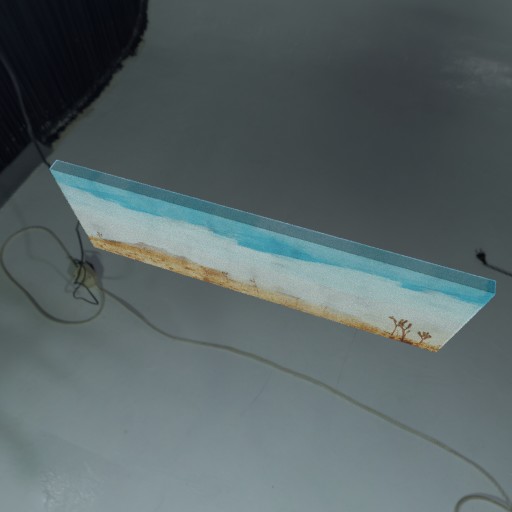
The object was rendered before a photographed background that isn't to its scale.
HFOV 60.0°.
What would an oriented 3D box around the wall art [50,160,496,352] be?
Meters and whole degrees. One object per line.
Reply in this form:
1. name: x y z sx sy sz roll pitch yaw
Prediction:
1. wall art: 0.000 0.000 0.834 0.759 0.254 0.044 16 60 10
